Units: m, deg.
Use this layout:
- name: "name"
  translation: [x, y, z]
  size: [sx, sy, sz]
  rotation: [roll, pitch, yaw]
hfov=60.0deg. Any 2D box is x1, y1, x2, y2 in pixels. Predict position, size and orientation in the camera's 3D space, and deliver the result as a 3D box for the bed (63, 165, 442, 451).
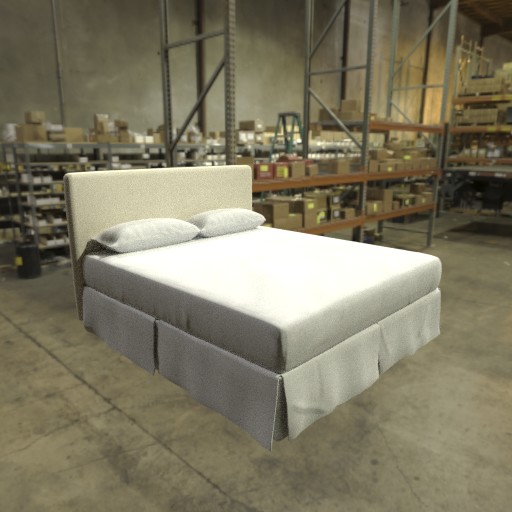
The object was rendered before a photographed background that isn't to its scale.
- name: "bed"
  translation: [0.000, 0.000, 3.563]
  size: [2.341, 1.317, 2.119]
  rotation: [13, 19, 42]
